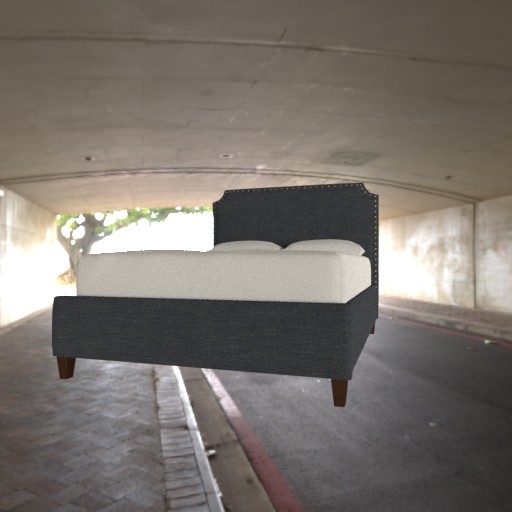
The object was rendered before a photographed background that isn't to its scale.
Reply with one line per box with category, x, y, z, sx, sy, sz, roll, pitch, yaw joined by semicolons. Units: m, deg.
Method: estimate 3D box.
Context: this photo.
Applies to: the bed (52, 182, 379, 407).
bed;0.000;0.000;3.400;1.713;1.443;2.372;0;-1;18
